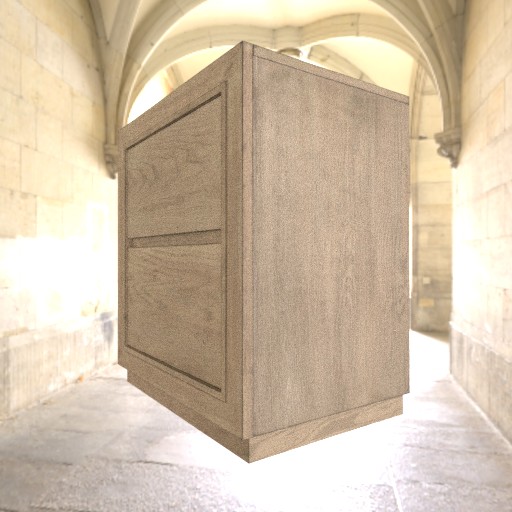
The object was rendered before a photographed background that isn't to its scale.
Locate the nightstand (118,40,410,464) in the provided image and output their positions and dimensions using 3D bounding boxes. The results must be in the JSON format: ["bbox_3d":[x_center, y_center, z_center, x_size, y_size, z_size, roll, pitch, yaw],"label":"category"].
[{"bbox_3d":[0.000,0.000,1.079,0.483,0.673,0.612,0,0,-35],"label":"nightstand"}]
